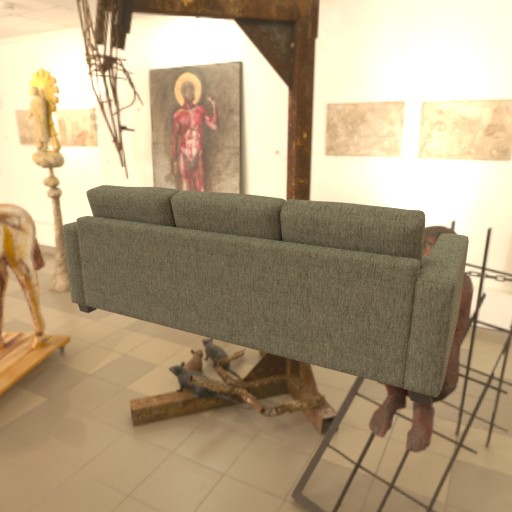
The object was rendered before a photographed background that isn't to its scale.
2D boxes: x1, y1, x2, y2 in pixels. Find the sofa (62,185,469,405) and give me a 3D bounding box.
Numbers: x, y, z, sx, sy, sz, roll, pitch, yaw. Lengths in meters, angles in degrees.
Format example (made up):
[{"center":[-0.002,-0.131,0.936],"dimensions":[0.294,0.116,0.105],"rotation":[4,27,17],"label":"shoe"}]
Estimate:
[{"center":[0.000,0.000,2.557],"dimensions":[2.160,0.800,0.900],"rotation":[9,19,27],"label":"sofa"}]
